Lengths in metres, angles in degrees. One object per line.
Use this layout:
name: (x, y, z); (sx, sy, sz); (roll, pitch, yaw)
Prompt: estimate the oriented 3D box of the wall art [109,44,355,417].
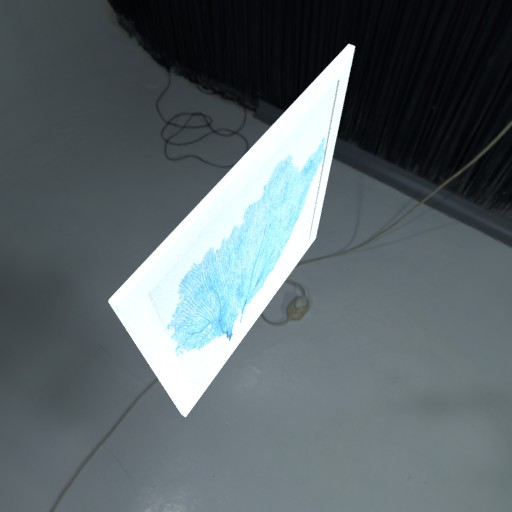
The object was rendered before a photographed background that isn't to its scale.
wall art: (0.000, 0.000, 0.875); (0.013, 0.584, 0.584); (30, 63, 17)
